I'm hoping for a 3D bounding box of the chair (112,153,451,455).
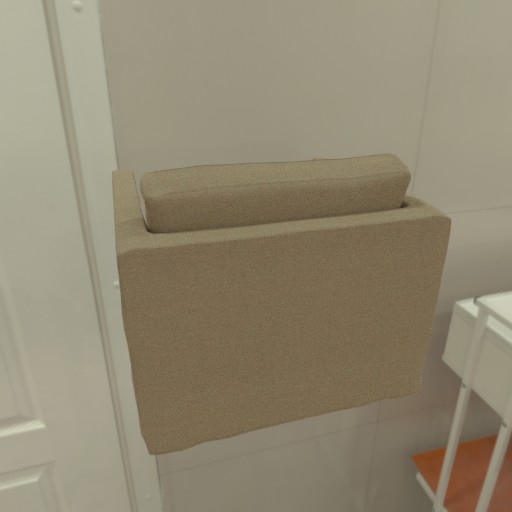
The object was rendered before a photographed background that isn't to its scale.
[{"bbox_3d":[0.000,0.000,1.757,1.057,0.863,0.949,-7,25,-16],"label":"chair"}]
